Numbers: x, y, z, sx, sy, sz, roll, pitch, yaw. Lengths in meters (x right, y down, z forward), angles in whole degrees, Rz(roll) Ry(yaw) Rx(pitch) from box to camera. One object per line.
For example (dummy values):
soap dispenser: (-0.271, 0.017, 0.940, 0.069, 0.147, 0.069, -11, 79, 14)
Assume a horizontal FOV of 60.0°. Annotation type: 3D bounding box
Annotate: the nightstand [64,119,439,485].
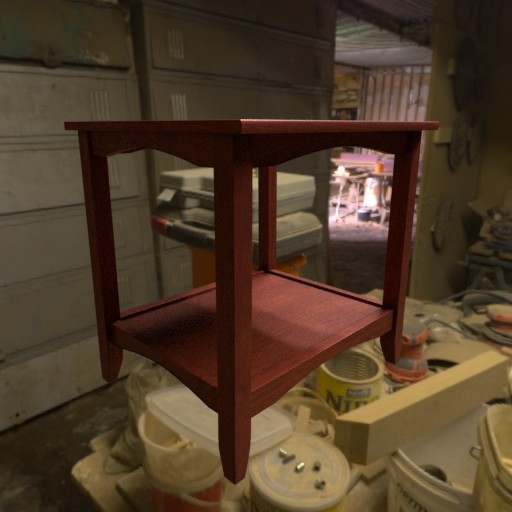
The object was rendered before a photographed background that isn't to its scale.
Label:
nightstand: (0.000, 0.000, 0.961, 0.501, 0.558, 0.558, 16, 23, 42)
